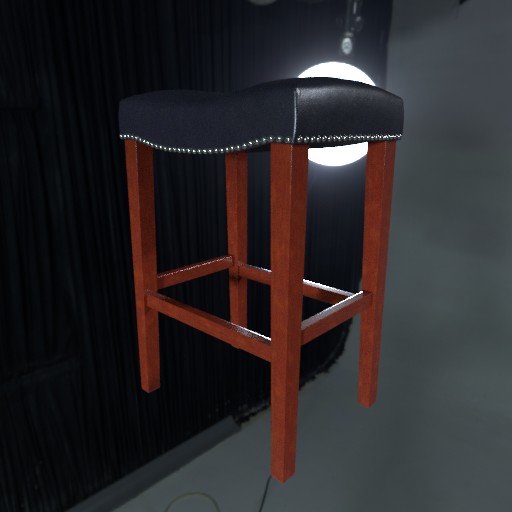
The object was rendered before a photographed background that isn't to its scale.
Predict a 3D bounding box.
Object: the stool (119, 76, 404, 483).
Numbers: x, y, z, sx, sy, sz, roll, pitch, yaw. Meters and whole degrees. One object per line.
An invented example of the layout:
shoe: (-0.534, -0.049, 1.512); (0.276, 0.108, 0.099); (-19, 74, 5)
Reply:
stool: (0.000, 0.000, 1.030); (0.504, 0.742, 0.372); (14, 21, 41)
